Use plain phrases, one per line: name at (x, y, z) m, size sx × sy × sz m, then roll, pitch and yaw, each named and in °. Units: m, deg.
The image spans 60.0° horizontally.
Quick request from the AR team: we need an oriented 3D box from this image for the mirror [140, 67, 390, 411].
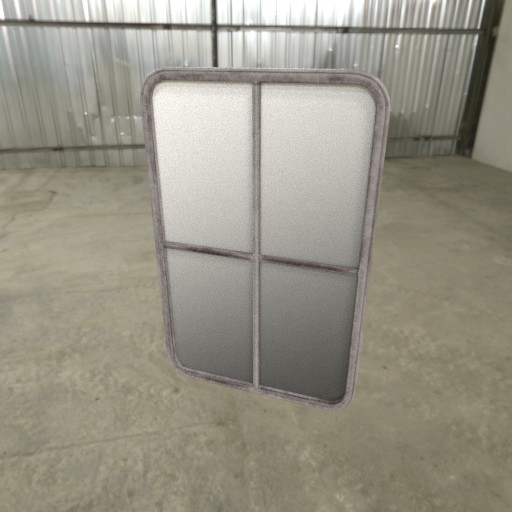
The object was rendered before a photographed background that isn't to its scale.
mirror at (0.000, 0.000, 0.911) m, size 0.461 × 0.713 × 0.024 m, roll 8°, pitch 26°, yaw 17°
